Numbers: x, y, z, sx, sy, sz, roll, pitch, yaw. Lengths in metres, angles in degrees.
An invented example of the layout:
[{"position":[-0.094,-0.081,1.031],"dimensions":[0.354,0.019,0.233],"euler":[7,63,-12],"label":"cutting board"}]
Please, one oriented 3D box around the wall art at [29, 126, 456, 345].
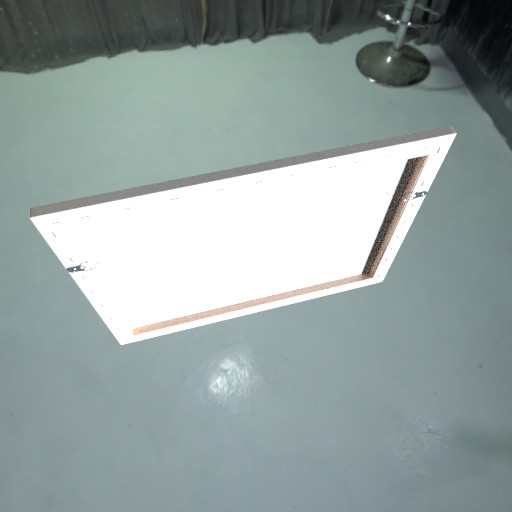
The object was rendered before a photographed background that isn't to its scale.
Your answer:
[{"position":[0.000,0.000,1.621],"dimensions":[1.219,0.912,0.042],"euler":[-13,59,-8],"label":"wall art"}]
